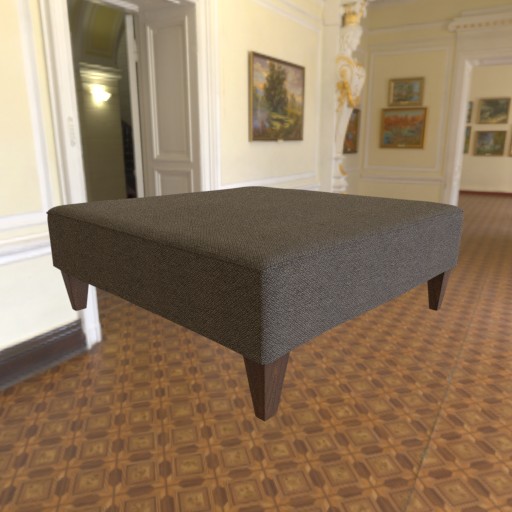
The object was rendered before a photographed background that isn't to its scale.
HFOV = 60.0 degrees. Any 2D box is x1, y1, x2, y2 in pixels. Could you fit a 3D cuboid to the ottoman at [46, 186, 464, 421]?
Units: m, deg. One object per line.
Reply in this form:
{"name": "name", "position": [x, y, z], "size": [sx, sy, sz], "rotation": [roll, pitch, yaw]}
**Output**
{"name": "ottoman", "position": [0.000, 0.000, 1.473], "size": [0.981, 0.378, 0.970], "rotation": [14, 20, 42]}
